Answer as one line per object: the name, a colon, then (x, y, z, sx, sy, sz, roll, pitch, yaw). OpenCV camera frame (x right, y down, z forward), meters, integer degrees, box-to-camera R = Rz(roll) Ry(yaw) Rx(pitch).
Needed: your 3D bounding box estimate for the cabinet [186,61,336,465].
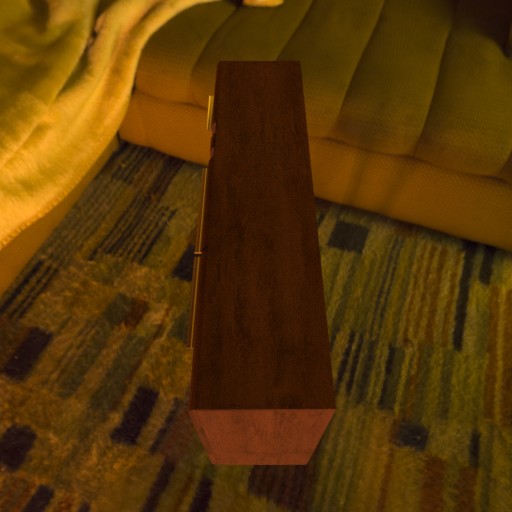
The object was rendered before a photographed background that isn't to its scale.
cabinet: (0.000, 0.000, 1.996, 0.420, 0.900, 1.600, 0, 56, 0)
